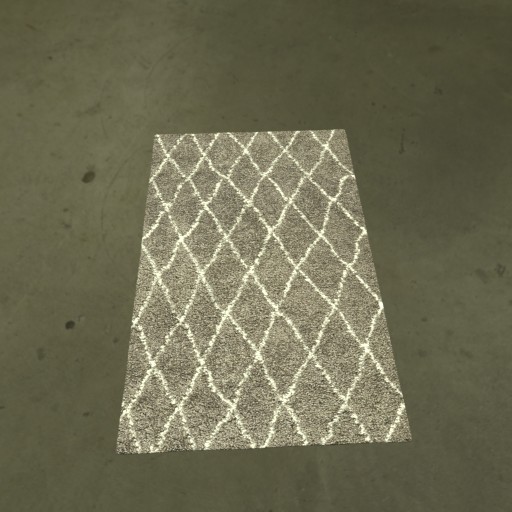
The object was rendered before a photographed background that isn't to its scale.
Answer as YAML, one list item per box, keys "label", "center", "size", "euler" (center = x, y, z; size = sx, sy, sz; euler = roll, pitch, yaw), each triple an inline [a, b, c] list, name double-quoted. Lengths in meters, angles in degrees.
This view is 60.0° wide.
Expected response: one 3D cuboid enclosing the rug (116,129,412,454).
- label: "rug"
  center: [0.000, 0.000, 3.395]
  size: [1.778, 0.030, 2.743]
  euler: [-2, 57, -1]
